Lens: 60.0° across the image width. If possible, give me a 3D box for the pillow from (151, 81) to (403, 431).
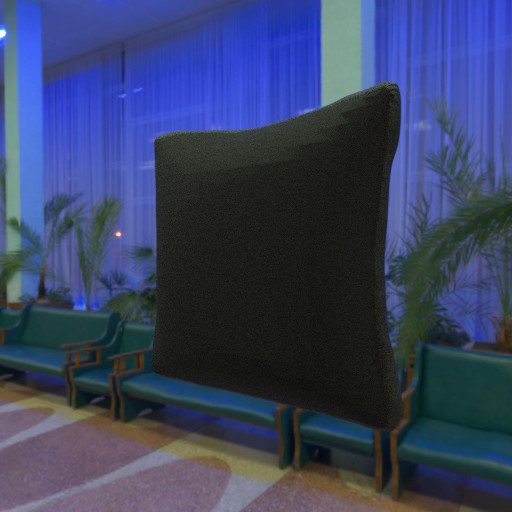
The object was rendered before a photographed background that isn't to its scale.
[{"bbox_3d":[0.000,0.000,0.806,0.533,0.523,0.210,1,1,35],"label":"pillow"}]
